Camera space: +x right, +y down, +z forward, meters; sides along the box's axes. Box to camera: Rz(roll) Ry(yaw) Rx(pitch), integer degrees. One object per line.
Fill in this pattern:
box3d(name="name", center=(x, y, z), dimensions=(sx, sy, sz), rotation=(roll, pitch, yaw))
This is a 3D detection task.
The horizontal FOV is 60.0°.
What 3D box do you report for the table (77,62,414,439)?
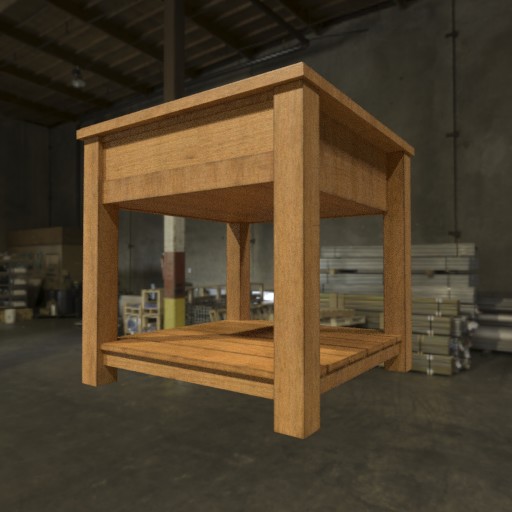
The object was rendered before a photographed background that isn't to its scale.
box3d(name="table", center=(0.000, 0.000, 1.113), dimensions=(0.612, 0.593, 0.616), rotation=(-1, -2, 35))
